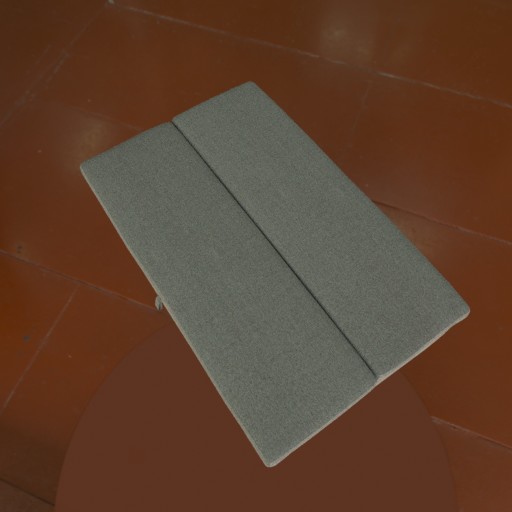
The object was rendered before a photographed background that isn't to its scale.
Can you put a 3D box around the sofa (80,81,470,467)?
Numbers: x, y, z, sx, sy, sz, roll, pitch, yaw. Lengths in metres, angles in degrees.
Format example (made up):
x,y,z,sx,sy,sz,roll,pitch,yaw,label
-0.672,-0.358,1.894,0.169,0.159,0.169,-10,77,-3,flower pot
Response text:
x,y,z,sx,sy,sz,roll,pitch,yaw,label
0.000,0.000,1.674,0.817,0.434,1.250,-31,67,-15,sofa
